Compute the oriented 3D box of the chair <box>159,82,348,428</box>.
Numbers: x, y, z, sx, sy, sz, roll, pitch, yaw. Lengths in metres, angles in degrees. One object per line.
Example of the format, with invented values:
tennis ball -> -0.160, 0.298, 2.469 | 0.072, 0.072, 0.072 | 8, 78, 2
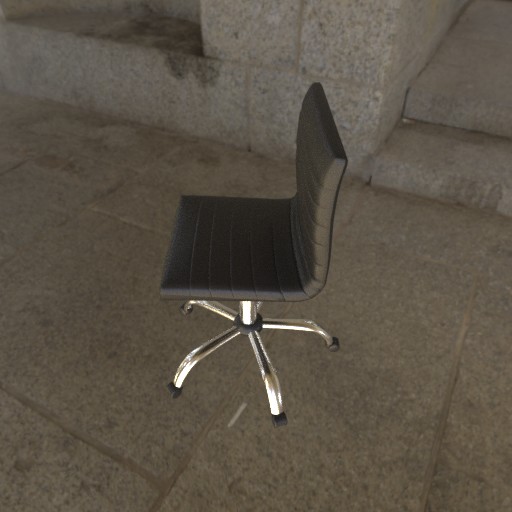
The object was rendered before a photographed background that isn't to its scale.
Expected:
chair -> 0.000, 0.000, 1.167 | 0.530, 0.780, 0.556 | 0, 40, 0
